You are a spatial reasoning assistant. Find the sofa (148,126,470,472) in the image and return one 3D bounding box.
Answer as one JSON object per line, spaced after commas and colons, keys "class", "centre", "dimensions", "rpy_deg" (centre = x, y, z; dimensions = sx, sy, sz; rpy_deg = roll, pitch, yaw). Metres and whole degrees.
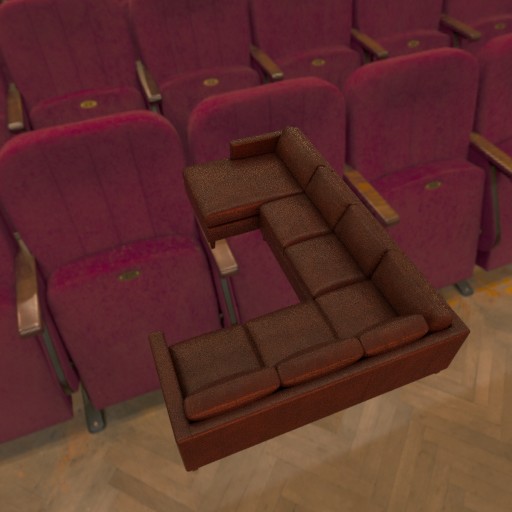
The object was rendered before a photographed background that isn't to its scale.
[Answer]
{"class": "sofa", "centre": [0.000, 0.000, 4.538], "dimensions": [2.452, 0.891, 3.324], "rpy_deg": [-16, 49, -14]}
